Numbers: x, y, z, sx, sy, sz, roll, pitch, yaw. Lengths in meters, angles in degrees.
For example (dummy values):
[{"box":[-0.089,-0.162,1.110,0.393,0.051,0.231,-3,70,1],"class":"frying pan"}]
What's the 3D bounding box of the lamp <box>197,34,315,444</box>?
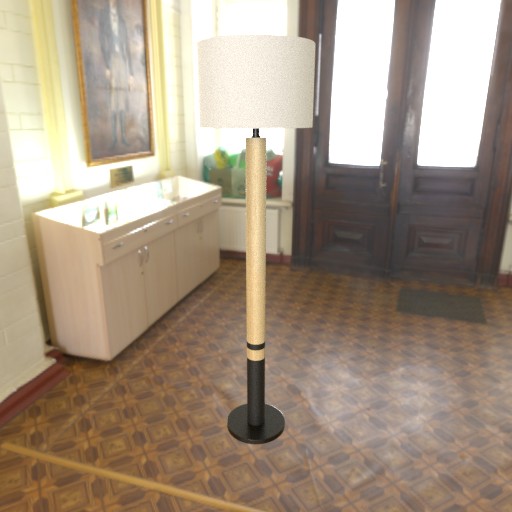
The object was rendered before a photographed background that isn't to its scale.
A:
[{"box":[0.000,0.000,1.643,0.381,1.478,0.381,-9,19,-27],"class":"lamp"}]
